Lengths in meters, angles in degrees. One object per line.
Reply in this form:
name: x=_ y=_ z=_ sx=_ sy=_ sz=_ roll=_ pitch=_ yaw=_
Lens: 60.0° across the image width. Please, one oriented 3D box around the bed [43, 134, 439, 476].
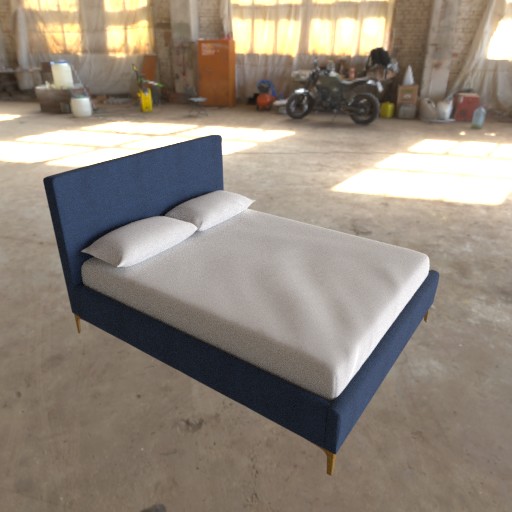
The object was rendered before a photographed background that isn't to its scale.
bed: x=0.000 y=0.000 z=3.169 sx=2.172 sy=1.231 sz=1.723 roll=17 pitch=31 yaw=31
